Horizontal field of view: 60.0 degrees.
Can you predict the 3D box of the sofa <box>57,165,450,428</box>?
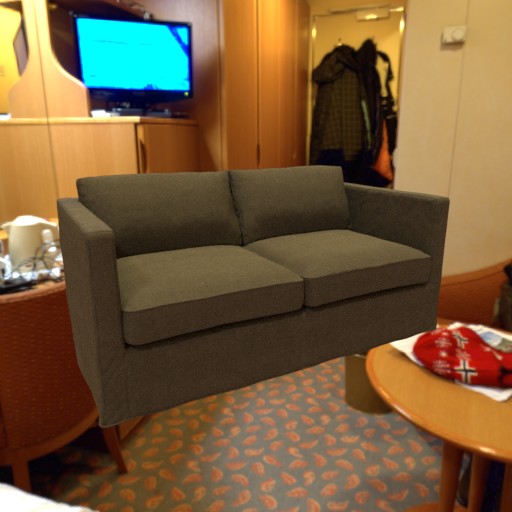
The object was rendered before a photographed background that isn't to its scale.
[{"bbox_3d":[0.000,0.000,2.303,1.802,0.854,0.974,-8,17,-28],"label":"sofa"}]
